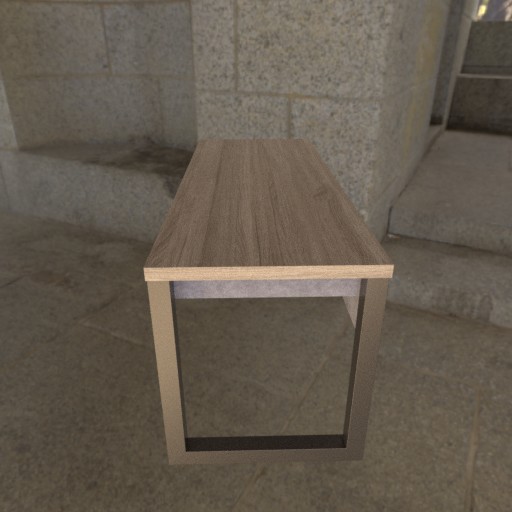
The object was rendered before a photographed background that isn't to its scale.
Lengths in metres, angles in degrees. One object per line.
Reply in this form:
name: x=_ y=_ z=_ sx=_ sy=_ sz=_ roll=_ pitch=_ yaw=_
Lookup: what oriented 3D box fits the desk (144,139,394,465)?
desk: x=0.000 y=0.000 z=2.102 sx=0.690 sy=0.760 sz=1.700 roll=-1 pitch=26 yaw=-1
